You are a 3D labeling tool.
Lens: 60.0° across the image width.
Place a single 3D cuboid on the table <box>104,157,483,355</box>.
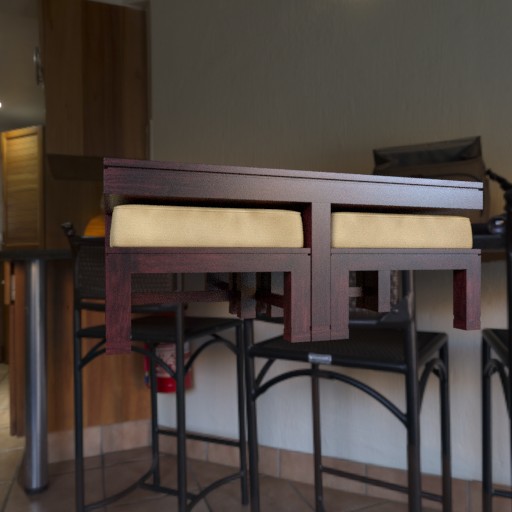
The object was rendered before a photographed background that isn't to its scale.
[{"bbox_3d":[0.000,0.000,1.343,0.865,0.356,0.865,0,0,-19],"label":"table"}]
